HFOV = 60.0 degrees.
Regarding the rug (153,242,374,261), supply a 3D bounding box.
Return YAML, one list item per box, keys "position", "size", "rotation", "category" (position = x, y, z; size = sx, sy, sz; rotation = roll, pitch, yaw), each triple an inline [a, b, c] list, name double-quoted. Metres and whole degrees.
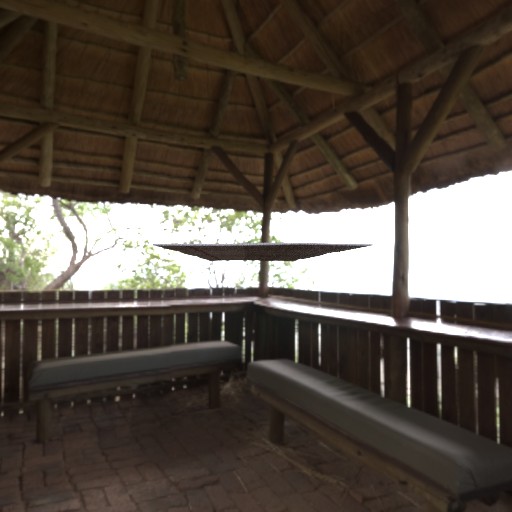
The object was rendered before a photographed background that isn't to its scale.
- position: [0.000, 0.000, 2.742]
  size: [0.762, 0.013, 2.439]
  rotation: [0, -2, -1]
  category: "rug"
